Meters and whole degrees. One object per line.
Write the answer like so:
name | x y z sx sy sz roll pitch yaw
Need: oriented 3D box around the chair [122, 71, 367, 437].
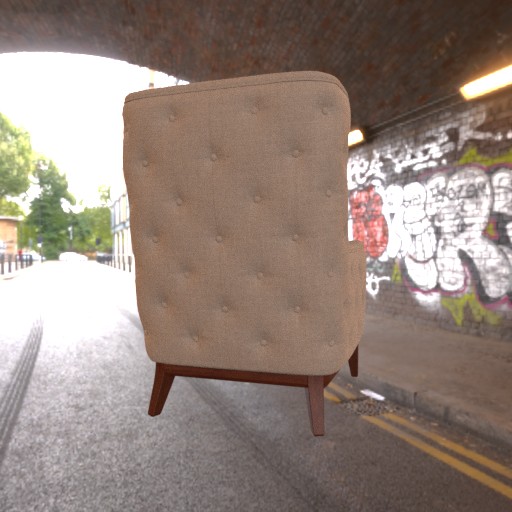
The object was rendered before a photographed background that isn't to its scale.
chair | 0.000 0.000 1.676 0.778 1.079 0.899 0 1 17
